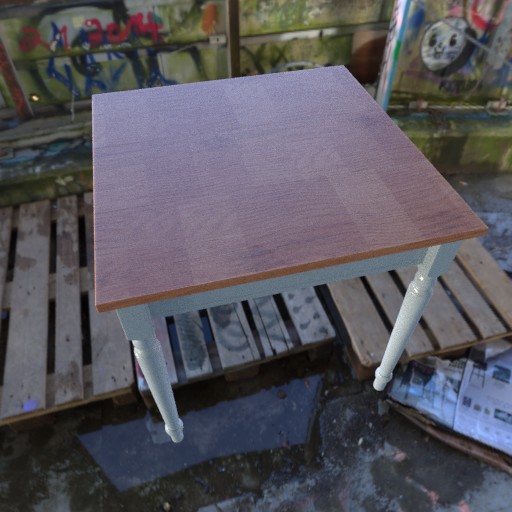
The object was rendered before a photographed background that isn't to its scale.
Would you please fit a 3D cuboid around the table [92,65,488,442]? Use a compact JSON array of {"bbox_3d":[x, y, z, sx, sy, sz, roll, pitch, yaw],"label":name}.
[{"bbox_3d":[0.000,0.000,1.318,0.747,0.738,0.747,-11,48,-10],"label":"table"}]
